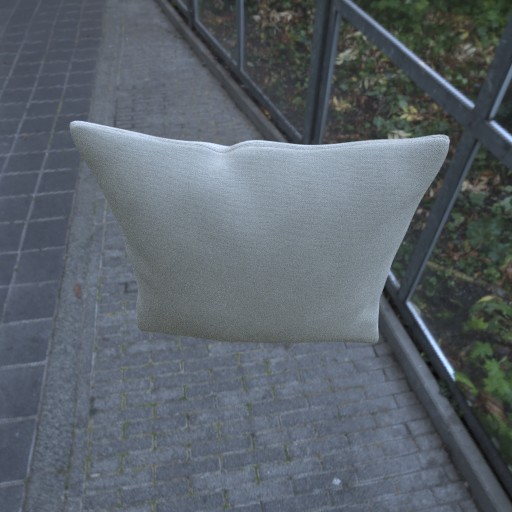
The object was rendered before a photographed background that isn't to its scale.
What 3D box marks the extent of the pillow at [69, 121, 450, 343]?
[{"bbox_3d":[0.000,0.000,0.653,0.437,0.420,0.162,3,47,3],"label":"pillow"}]
